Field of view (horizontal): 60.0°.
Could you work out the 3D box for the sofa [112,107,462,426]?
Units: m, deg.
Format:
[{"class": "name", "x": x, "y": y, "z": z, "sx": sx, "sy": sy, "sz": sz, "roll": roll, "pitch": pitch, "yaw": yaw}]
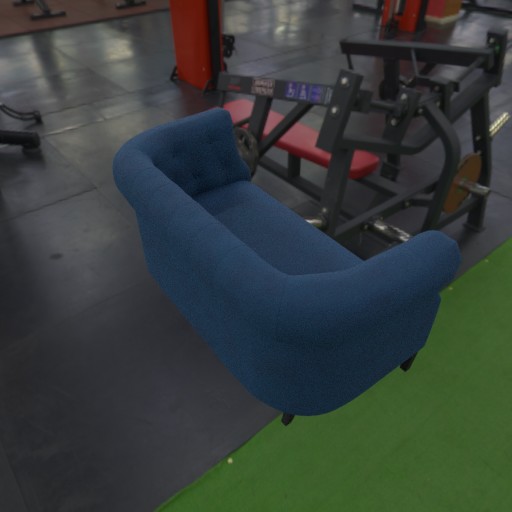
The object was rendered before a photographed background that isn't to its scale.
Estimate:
[{"class": "sofa", "x": 0.000, "y": 0.000, "z": 2.043, "sx": 0.835, "sy": 0.827, "sz": 1.558, "roll": -26, "pitch": 46, "yaw": -27}]
